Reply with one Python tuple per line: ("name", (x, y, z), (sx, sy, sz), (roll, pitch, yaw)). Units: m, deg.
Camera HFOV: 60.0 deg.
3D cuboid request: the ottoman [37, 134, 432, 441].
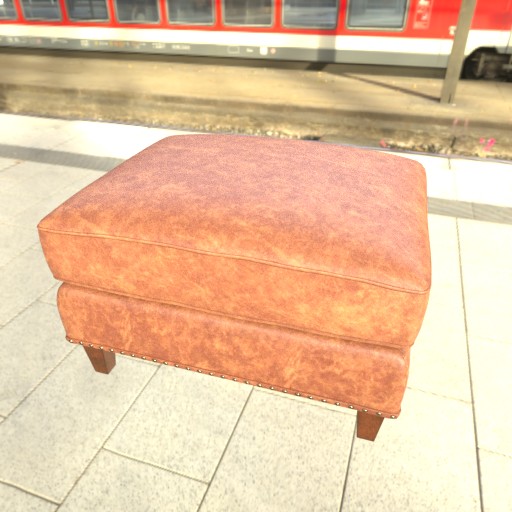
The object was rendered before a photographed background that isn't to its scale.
("ottoman", (0.000, 0.000, 1.085), (0.742, 0.486, 0.586), (9, 34, 14))
